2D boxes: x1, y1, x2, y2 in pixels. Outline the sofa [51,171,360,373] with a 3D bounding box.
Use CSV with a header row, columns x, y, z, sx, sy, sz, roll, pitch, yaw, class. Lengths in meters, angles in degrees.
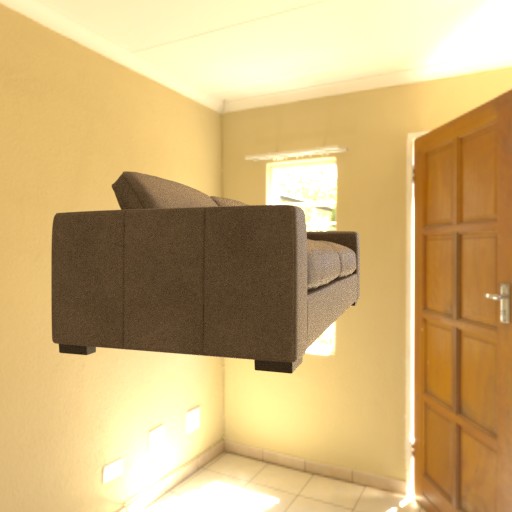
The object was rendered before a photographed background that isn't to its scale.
x,y,z,sx,sy,sz,roll,pitch,yaw,class
0.000,0.000,2.730,1.070,0.801,2.262,0,0,19,sofa
